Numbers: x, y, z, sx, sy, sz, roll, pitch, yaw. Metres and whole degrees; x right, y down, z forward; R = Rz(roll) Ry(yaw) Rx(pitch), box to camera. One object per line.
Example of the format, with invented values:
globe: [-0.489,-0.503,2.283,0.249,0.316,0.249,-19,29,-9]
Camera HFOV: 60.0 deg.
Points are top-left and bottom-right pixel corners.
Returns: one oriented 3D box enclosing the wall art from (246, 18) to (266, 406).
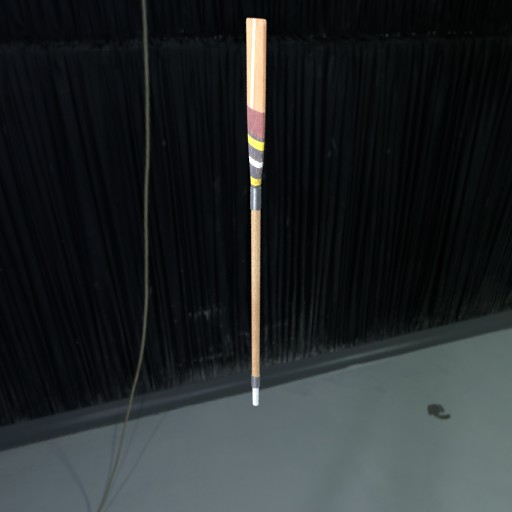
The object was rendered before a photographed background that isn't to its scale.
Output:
wall art: [0.000,0.000,1.647,0.038,1.556,0.146,-10,31,-17]
